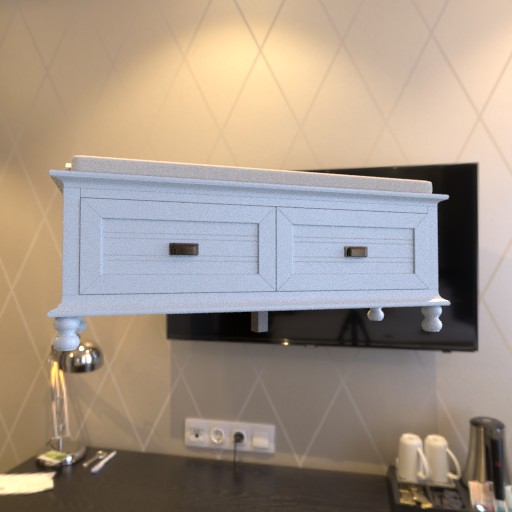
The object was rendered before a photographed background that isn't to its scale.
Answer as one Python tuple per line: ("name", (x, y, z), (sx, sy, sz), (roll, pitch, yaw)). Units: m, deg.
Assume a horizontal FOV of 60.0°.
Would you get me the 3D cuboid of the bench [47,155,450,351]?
("bench", (0.000, 0.000, 1.439), (1.185, 0.486, 0.402), (1, -2, -18))
